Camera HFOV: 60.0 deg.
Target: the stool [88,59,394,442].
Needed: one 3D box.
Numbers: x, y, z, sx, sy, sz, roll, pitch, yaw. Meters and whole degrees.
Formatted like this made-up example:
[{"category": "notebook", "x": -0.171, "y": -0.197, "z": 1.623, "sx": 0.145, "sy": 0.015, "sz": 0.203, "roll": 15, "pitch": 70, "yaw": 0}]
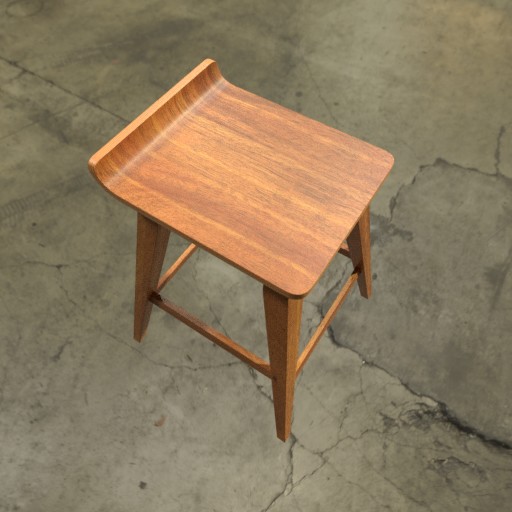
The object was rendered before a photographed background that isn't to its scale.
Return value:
[{"category": "stool", "x": 0.000, "y": 0.000, "z": 1.014, "sx": 0.500, "sy": 0.650, "sz": 0.500, "roll": 29, "pitch": 62, "yaw": 17}]
